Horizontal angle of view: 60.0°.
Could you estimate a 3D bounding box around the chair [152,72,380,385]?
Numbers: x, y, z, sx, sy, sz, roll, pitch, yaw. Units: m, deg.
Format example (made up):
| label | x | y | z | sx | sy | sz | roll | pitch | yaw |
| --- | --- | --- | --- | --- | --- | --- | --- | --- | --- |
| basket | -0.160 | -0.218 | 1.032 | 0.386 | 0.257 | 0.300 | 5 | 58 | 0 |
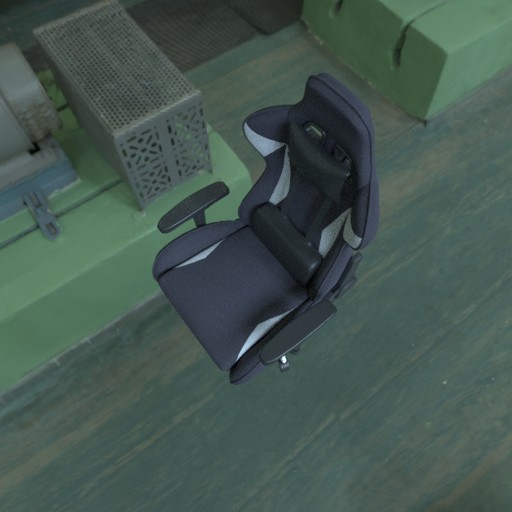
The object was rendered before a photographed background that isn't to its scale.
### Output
| label | x | y | z | sx | sy | sz | roll | pitch | yaw |
| --- | --- | --- | --- | --- | --- | --- | --- | --- | --- |
| chair | 0.000 | 0.000 | 1.687 | 0.695 | 1.300 | 0.730 | -35 | 69 | -16 |
